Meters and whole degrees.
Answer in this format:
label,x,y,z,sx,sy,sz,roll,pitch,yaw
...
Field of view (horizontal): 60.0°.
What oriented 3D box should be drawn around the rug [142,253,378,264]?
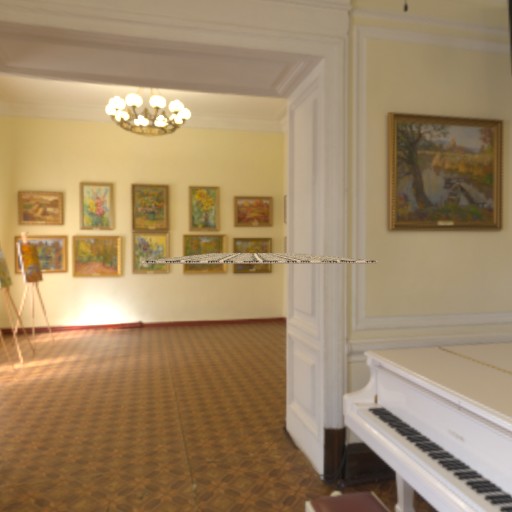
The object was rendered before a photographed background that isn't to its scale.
label,x,y,z,sx,sy,sz,roll,pitch,yaw
rug,0.000,0.000,2.617,0.750,0.009,2.435,0,1,-1
